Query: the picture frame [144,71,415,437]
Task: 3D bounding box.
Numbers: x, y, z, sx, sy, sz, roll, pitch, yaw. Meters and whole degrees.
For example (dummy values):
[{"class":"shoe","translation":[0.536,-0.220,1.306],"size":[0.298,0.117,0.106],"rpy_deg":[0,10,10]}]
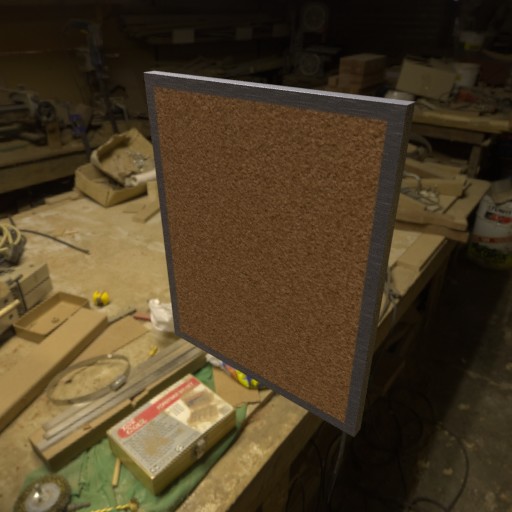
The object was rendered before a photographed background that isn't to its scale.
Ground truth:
[{"class":"picture frame","translation":[0.000,0.000,0.766],"size":[0.454,0.559,0.029],"rpy_deg":[21,36,32]}]
